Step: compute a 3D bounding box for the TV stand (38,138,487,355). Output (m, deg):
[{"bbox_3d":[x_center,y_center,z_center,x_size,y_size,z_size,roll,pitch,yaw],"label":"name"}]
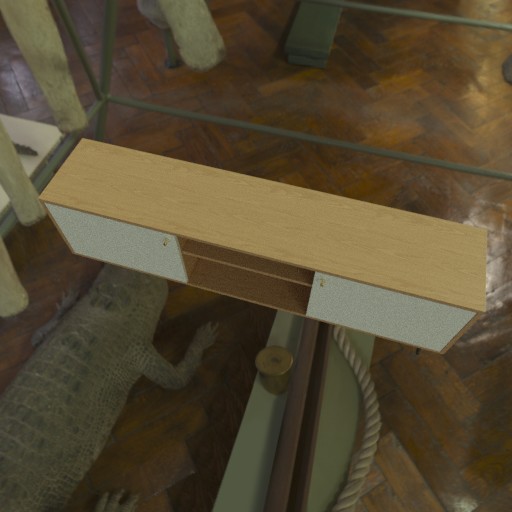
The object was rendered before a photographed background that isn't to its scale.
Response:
[{"bbox_3d":[0.000,0.000,2.003,1.760,0.580,0.400,14,58,9],"label":"TV stand"}]
